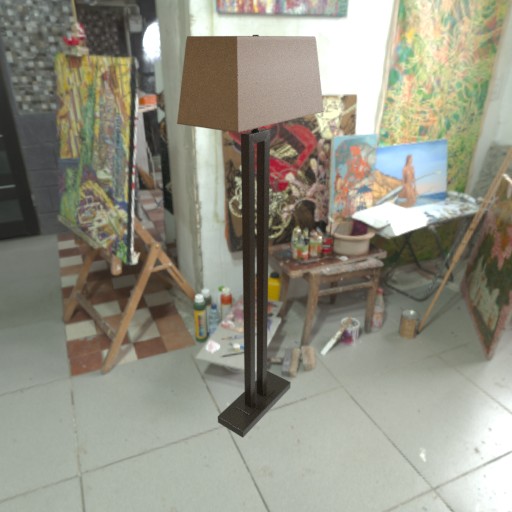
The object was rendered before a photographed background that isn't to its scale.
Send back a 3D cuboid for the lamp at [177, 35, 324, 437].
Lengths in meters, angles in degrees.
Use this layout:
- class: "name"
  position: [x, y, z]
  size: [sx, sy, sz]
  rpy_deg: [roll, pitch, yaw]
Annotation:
- class: "lamp"
  position: [0.000, 0.000, 1.645]
  size: [0.233, 1.469, 0.475]
  rpy_deg: [18, 31, 32]
